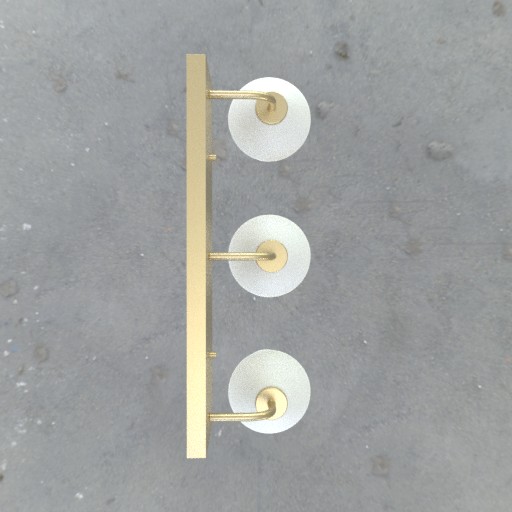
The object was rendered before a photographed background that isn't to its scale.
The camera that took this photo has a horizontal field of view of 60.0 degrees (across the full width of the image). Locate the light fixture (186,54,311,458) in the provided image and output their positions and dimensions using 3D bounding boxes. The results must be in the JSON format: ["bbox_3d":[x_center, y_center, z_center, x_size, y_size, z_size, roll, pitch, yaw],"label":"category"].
[{"bbox_3d":[0.000,0.000,0.727,0.190,0.280,0.609,0,90,-1],"label":"light fixture"}]
